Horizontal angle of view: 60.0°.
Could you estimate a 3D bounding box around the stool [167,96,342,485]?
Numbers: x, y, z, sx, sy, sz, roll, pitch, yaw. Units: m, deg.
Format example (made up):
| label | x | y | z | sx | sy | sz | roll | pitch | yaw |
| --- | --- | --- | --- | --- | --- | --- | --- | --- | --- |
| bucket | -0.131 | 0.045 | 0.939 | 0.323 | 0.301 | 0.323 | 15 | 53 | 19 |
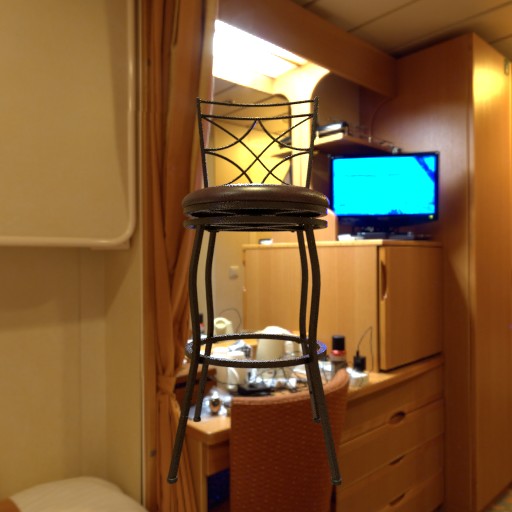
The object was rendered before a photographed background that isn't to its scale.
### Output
| label | x | y | z | sx | sy | sz | roll | pitch | yaw |
| --- | --- | --- | --- | --- | --- | --- | --- | --- | --- |
| stool | 0.000 | 0.000 | 1.348 | 0.434 | 1.117 | 0.534 | 0 | 0 | 1 |
